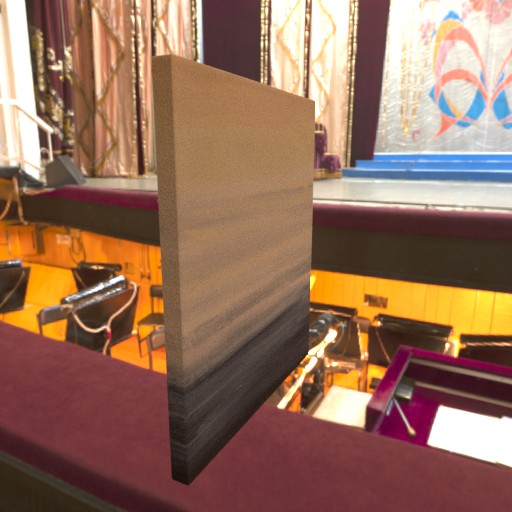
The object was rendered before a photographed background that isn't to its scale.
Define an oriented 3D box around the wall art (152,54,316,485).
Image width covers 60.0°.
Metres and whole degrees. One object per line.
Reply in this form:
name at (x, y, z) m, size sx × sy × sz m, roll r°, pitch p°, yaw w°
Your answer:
wall art at (0.000, 0.000, 0.974) m, size 0.041 × 0.710 × 0.608 m, roll 6°, pitch 14°, yaw 26°
